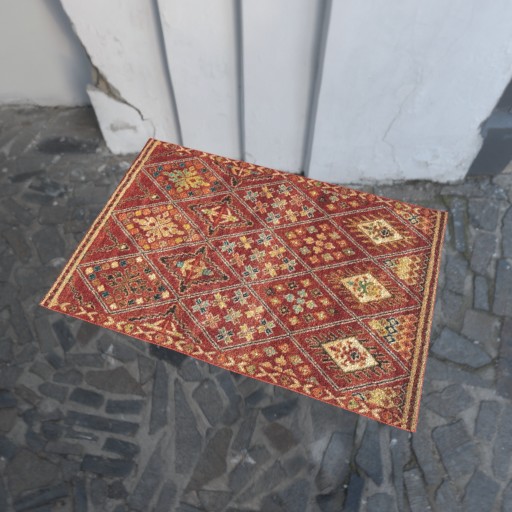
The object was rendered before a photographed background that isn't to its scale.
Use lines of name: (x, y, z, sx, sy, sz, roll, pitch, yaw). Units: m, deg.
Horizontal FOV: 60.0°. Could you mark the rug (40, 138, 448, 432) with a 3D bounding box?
rug: (0.000, 0.000, 2.886, 2.286, 0.026, 1.521, 16, 60, 10)
